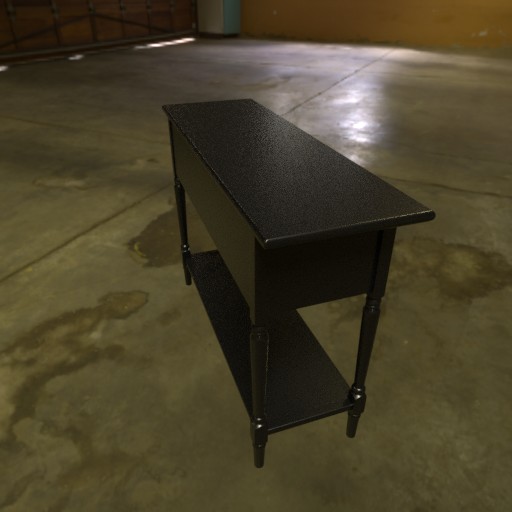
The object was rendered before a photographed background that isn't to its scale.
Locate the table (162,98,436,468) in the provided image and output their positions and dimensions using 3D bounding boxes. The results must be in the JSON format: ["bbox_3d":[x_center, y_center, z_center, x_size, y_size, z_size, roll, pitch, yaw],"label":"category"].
[{"bbox_3d":[0.000,0.000,1.565,0.386,0.819,1.191,-10,33,-17],"label":"table"}]
